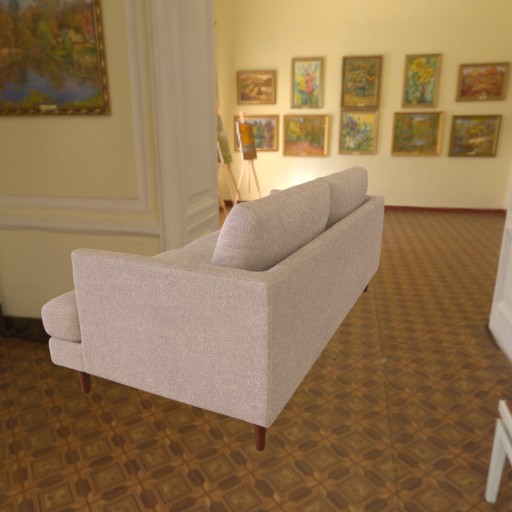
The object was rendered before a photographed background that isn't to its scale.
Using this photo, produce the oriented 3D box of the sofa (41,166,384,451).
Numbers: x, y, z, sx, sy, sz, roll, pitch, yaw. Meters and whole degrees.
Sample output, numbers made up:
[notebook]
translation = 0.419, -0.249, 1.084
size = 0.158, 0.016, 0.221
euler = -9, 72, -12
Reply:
[sofa]
translation = 0.000, 0.000, 2.410
size = 1.020, 0.868, 1.948
euler = 7, 18, 24
